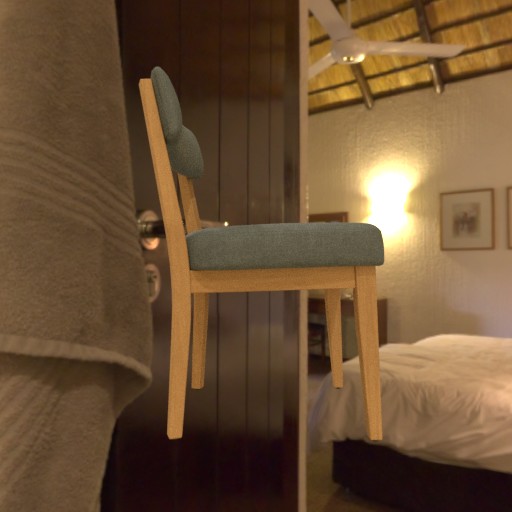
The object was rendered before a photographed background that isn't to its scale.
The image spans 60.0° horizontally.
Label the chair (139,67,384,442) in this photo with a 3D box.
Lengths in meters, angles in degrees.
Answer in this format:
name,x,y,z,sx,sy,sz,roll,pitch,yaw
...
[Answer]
name,x,y,z,sx,sy,sz,roll,pitch,yaw
chair,0.000,0.000,1.207,0.572,0.832,0.508,0,-2,0
